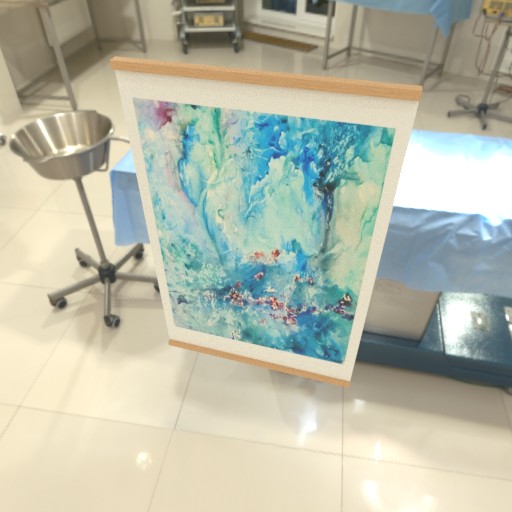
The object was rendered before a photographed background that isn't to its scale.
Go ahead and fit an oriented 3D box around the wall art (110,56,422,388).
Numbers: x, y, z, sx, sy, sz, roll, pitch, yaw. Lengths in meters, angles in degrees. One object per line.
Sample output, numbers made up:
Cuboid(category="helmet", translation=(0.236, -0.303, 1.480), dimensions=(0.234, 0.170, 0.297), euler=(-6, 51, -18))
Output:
Cuboid(category="wall art", translation=(0.000, 0.000, 0.631), dimensions=(0.335, 0.510, 0.013), euler=(11, 42, 12))
